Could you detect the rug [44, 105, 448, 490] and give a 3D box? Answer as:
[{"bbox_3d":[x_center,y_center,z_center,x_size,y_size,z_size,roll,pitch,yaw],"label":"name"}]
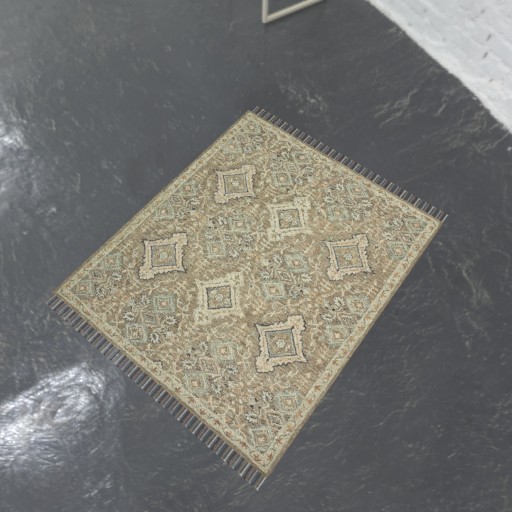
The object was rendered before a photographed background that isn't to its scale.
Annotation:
[{"bbox_3d":[0.000,0.000,4.166,2.437,0.010,3.056,35,68,17],"label":"rug"}]
